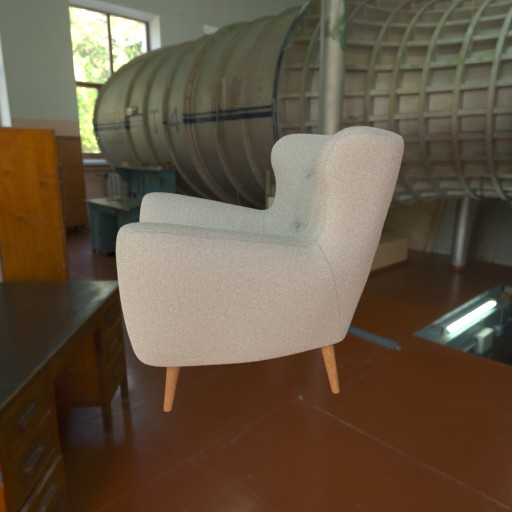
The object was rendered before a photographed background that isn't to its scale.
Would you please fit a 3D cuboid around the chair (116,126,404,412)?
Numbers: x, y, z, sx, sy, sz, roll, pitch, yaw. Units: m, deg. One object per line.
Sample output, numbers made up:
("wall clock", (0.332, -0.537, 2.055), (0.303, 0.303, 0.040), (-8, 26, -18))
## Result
("chair", (0.000, 0.000, 1.630), (0.889, 0.889, 0.890), (-2, 14, -9))
